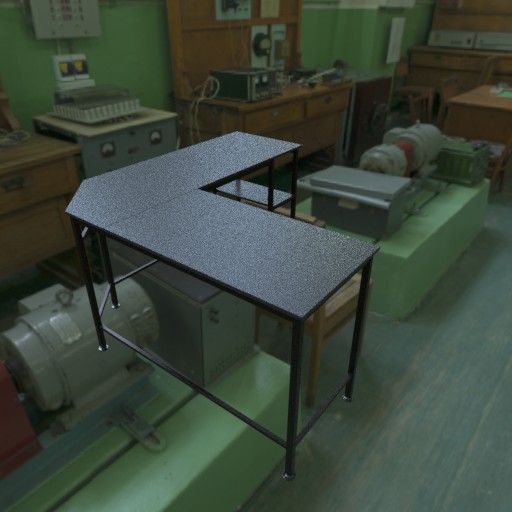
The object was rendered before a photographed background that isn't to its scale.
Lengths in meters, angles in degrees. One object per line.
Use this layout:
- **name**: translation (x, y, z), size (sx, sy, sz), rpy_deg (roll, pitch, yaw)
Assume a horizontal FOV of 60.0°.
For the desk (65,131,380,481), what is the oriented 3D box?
- **desk**: translation (0.000, 0.000, 2.210), size (1.379, 0.739, 1.379), rpy_deg (21, 36, 32)
